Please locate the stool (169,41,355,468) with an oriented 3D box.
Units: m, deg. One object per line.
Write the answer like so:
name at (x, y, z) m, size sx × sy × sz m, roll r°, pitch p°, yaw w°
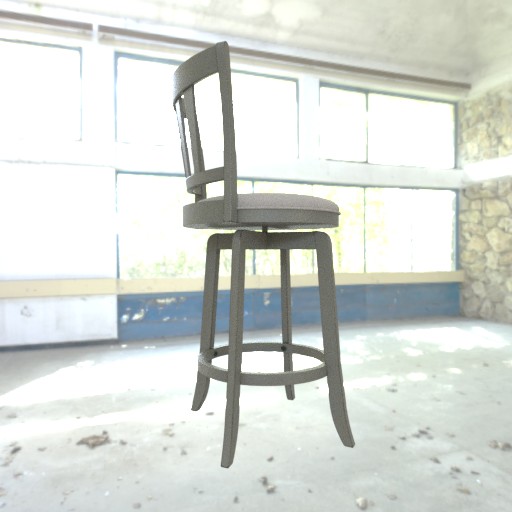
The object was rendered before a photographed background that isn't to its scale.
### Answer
stool at (0.000, 0.000, 1.277) m, size 0.486 × 0.994 × 0.450 m, roll 0°, pitch 1°, yaw -19°
